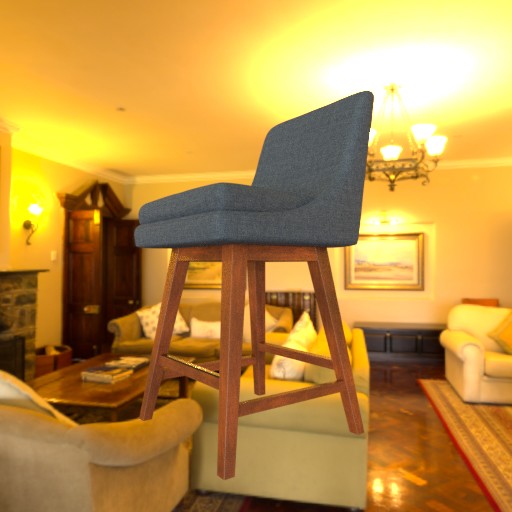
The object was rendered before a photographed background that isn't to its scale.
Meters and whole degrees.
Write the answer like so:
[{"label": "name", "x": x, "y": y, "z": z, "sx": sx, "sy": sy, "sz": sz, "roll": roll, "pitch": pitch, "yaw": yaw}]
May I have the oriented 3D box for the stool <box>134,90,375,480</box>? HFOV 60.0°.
[{"label": "stool", "x": 0.000, "y": 0.000, "z": 1.201, "sx": 0.524, "sy": 0.895, "sz": 0.467, "roll": 1, "pitch": -1, "yaw": -36}]
